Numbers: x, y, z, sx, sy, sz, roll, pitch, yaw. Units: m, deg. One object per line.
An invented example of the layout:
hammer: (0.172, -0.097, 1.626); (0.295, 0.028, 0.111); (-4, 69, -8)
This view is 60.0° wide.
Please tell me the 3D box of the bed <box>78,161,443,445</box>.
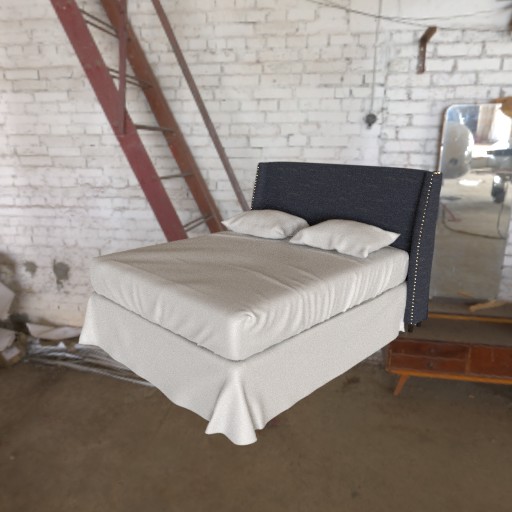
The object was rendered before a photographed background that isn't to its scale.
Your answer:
bed: (0.000, 0.000, 3.502); (1.925, 1.332, 2.276); (14, 21, 43)
